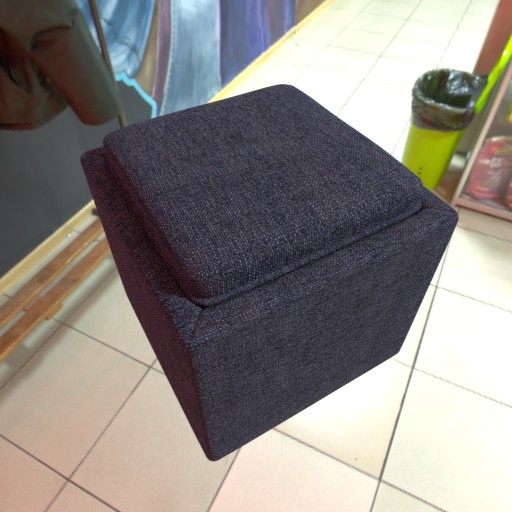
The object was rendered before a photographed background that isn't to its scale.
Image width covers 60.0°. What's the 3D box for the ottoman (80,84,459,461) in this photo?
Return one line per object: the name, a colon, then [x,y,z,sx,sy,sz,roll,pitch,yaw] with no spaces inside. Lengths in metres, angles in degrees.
ottoman: [0.000,0.000,0.828,0.450,0.460,0.450,-23,51,-20]
